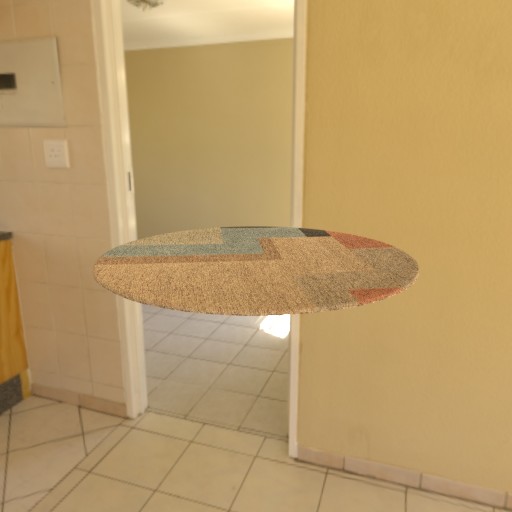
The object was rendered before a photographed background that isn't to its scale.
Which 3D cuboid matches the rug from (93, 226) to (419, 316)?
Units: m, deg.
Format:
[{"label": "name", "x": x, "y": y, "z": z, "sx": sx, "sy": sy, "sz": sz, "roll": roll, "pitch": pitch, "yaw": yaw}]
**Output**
[{"label": "rug", "x": 0.000, "y": 0.000, "z": 3.535, "sx": 2.461, "sy": 0.033, "sz": 2.461, "roll": 0, "pitch": 14, "yaw": 0}]
